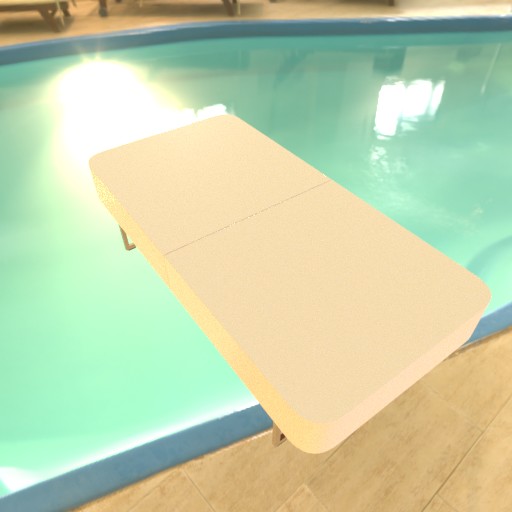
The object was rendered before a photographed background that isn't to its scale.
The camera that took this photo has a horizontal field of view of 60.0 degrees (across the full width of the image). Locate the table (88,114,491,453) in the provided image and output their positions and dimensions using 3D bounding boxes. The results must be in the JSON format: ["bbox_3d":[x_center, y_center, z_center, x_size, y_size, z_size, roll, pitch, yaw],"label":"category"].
[{"bbox_3d":[0.000,0.000,1.408,0.600,0.340,1.200,-27,50,-25],"label":"table"}]
